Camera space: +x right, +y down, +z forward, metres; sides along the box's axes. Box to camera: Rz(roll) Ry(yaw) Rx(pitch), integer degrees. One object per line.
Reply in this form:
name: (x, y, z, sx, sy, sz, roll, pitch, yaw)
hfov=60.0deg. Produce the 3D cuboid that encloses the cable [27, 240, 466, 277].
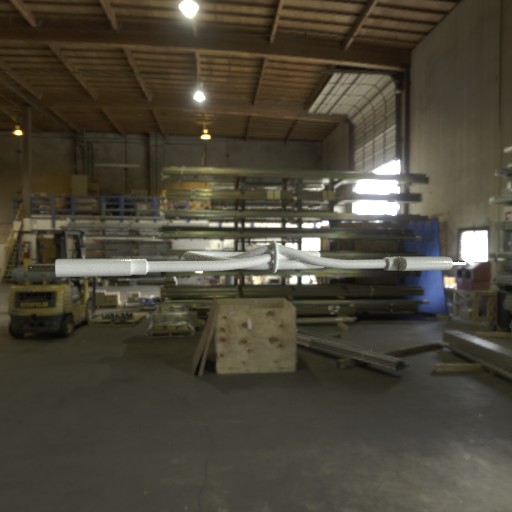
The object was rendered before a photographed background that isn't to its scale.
cable: (0.000, 0.000, 0.211, 0.186, 0.014, 0.070, 0, 1, -18)
